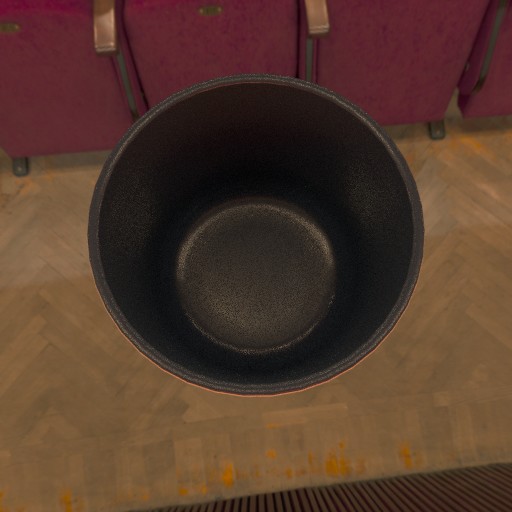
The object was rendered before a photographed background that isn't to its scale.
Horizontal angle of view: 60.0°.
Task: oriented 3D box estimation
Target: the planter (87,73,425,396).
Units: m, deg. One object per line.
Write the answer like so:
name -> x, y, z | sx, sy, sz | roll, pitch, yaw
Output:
planter -> 0.000, 0.000, 0.276 | 0.159, 0.144, 0.159 | 0, 76, 0
